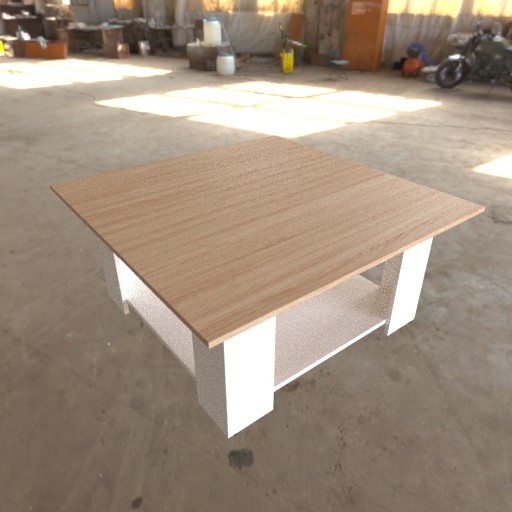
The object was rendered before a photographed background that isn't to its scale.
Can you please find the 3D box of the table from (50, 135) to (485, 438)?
[{"bbox_3d":[0.000,0.000,1.035,0.670,0.305,0.670,-22,37,-32],"label":"table"}]
